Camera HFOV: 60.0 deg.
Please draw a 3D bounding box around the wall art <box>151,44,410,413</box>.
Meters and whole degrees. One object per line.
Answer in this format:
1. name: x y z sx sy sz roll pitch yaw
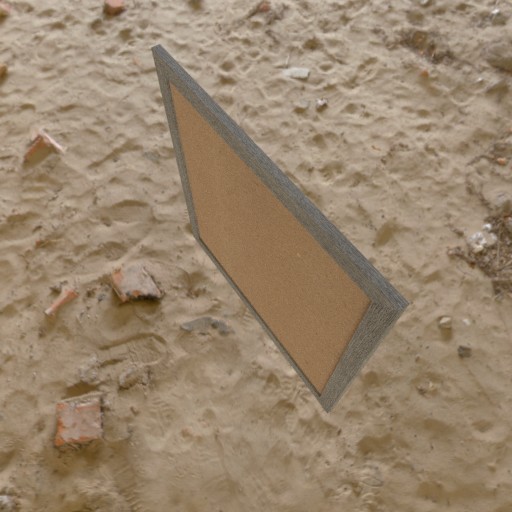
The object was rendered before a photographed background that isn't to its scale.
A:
1. wall art: 0.000 0.000 1.026 0.020 0.685 0.685 -31 65 -17
